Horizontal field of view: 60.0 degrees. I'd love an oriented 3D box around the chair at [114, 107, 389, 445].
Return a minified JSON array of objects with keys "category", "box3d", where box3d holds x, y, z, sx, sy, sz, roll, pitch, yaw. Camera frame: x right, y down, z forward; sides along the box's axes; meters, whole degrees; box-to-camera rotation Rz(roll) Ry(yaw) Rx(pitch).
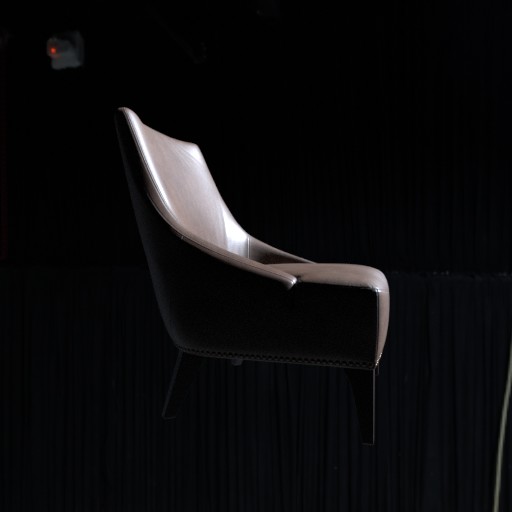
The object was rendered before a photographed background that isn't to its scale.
[{"category":"chair","box3d":[0.000,0.000,1.493,0.861,0.909,0.701,0,1,16]}]
